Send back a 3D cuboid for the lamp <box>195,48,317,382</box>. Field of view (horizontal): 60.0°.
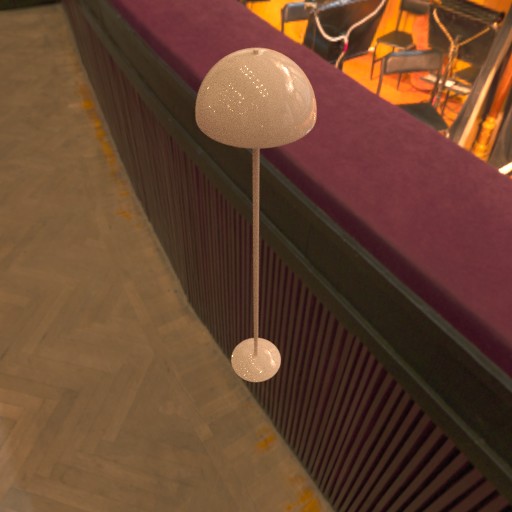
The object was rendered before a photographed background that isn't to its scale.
[{"bbox_3d":[0.000,0.000,1.622,0.328,1.480,0.328,-25,52,-21],"label":"lamp"}]
